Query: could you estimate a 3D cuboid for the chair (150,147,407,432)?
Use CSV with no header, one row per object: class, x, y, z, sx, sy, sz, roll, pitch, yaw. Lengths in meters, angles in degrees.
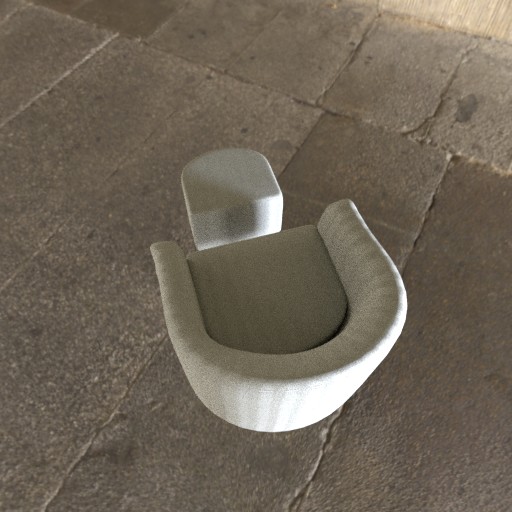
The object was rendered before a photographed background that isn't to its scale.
chair,0.000,0.000,1.738,0.756,0.757,1.288,-14,58,-9
